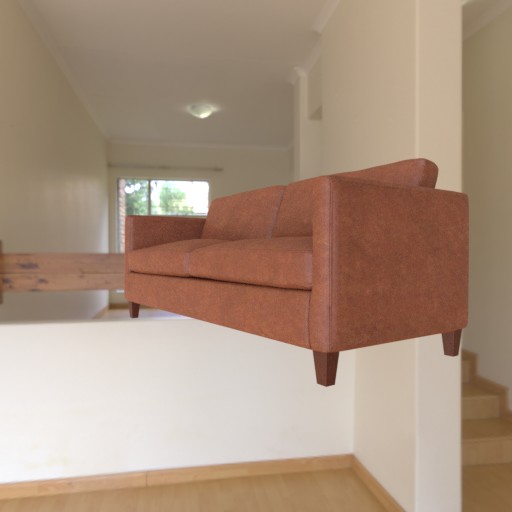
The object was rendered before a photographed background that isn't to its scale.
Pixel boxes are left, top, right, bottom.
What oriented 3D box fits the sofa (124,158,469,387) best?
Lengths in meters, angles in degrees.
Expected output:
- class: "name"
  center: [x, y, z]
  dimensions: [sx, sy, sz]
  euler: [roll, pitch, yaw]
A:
- class: "sofa"
  center: [0.000, 0.000, 2.709]
  dimensions: [0.950, 0.932, 2.204]
  euler: [0, 1, -35]
